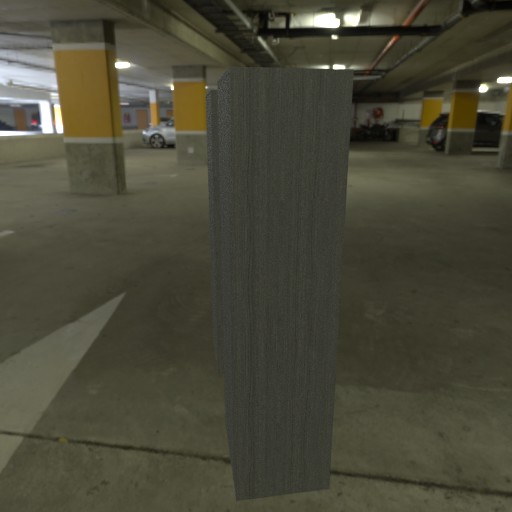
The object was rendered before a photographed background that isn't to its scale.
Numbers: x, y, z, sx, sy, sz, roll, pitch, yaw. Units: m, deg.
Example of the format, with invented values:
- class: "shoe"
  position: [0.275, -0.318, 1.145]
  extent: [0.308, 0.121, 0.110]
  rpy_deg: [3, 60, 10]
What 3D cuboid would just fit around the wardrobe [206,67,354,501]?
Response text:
- class: "wardrobe"
  position: [0.000, 0.000, 2.793]
  extent: [0.480, 2.000, 1.770]
  rpy_deg: [-3, 17, -9]
